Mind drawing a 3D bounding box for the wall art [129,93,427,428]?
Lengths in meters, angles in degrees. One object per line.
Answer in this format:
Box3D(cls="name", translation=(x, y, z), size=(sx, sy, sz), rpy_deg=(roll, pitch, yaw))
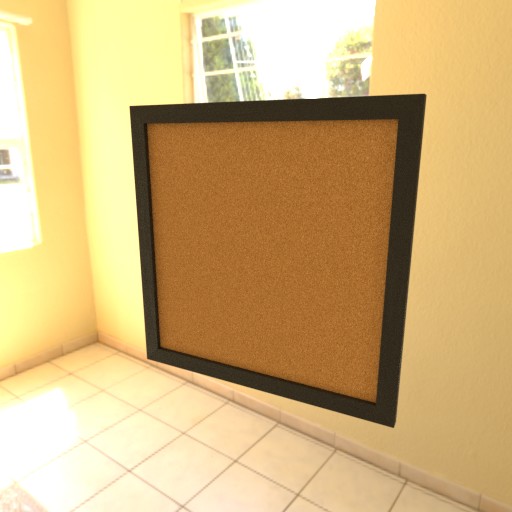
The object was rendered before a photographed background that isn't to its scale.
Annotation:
Box3D(cls="wall art", translation=(0.000, 0.000, 1.535), size=(1.016, 1.016, 0.038), rpy_deg=(7, 17, 26))
